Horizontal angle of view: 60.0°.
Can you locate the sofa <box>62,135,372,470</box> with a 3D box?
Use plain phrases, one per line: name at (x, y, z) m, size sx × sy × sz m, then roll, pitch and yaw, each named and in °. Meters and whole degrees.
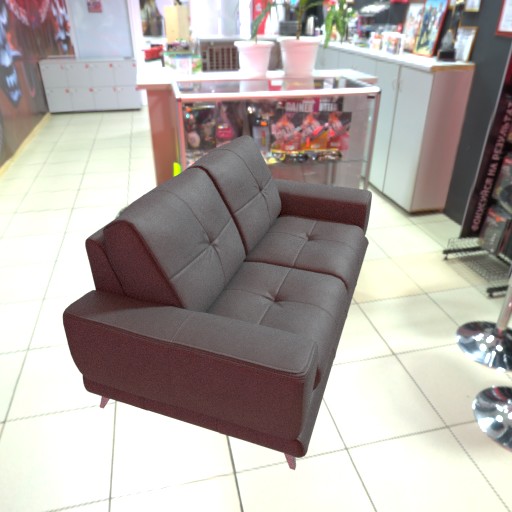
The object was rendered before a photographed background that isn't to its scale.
sofa at (0.000, 0.000, 2.339) m, size 1.018 × 0.907 × 1.806 m, roll 10°, pitch 31°, yaw 17°
